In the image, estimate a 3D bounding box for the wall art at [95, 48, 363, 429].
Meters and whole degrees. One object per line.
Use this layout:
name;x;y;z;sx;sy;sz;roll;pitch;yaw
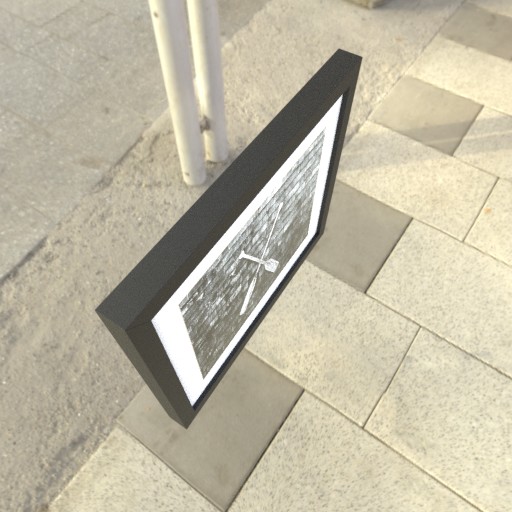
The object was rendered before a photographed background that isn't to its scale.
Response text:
wall art;0.000;0.000;0.539;0.029;0.330;0.381;29;62;17
